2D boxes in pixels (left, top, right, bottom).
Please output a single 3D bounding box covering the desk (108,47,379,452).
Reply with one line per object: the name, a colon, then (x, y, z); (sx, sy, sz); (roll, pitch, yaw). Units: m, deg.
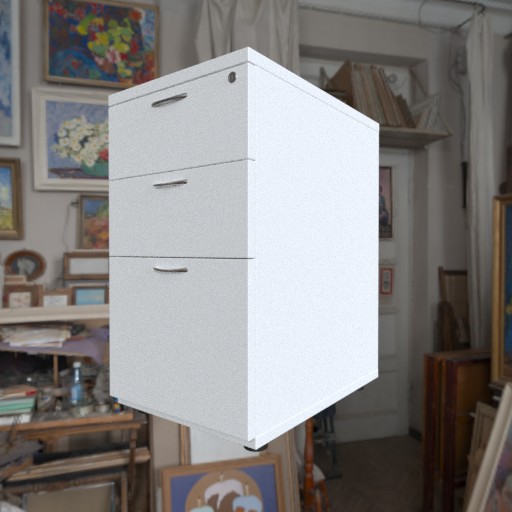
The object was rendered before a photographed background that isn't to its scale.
desk: (0.000, 0.000, 1.118); (0.404, 0.730, 0.600); (1, 1, 37)
